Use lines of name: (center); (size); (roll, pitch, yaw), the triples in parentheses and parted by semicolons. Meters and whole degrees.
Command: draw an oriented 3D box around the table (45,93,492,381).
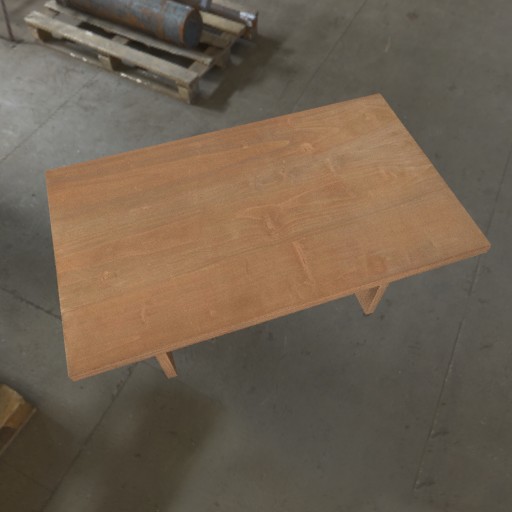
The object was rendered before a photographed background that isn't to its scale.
table: (0.000, 0.000, 2.148); (1.609, 0.780, 0.946); (-16, 60, -10)
